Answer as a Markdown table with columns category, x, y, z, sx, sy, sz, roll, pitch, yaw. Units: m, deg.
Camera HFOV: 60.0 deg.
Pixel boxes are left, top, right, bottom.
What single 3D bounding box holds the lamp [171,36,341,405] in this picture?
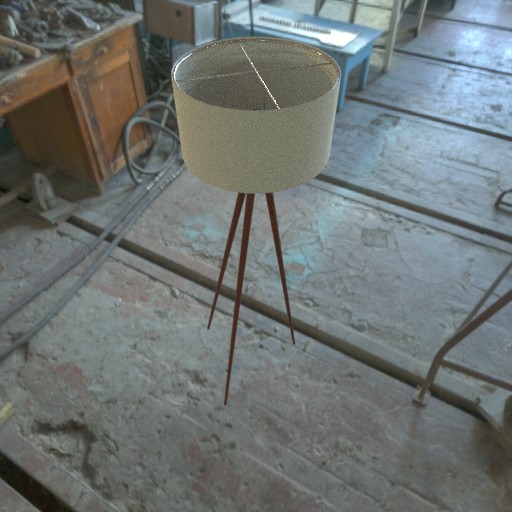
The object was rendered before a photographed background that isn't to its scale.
| category | x | y | z | sx | sy | sz | roll | pitch | yaw |
| --- | --- | --- | --- | --- | --- | --- | --- | --- | --- |
| lamp | 0.000 | 0.000 | 1.831 | 0.483 | 1.553 | 0.483 | -11 | 47 | -10 |
